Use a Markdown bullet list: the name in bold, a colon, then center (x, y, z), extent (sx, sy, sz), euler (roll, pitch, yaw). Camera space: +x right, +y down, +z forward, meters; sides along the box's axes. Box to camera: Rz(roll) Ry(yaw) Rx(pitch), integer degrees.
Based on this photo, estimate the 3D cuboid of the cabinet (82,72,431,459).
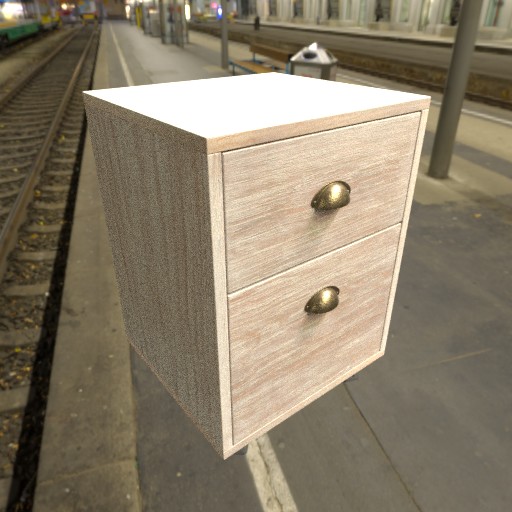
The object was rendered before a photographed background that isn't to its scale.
- **cabinet**: center (0.000, 0.000, 0.837), extent (0.409, 0.579, 0.401), euler (-21, 35, -32)
